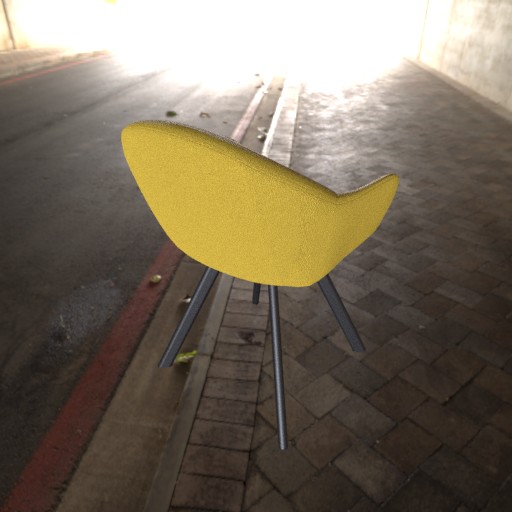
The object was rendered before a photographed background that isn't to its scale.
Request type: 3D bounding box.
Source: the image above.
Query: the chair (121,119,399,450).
[{"bbox_3d":[0.000,0.000,1.163,0.545,0.775,0.565,22,36,33],"label":"chair"}]
